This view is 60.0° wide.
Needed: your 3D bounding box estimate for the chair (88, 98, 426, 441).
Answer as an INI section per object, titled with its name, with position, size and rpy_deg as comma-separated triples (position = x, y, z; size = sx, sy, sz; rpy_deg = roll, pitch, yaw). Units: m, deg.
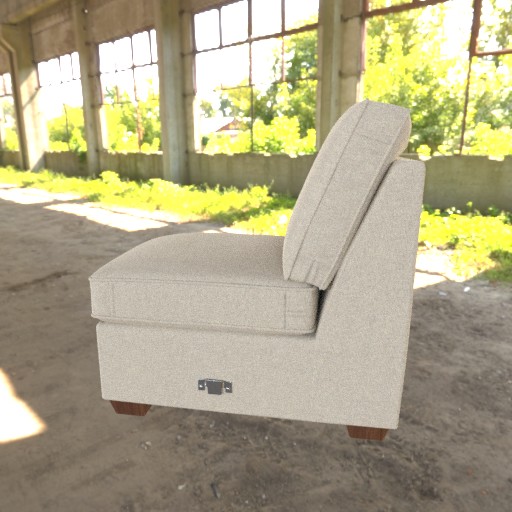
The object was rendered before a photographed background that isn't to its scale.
[chair]
position = 0.000, 0.000, 1.512
size = 0.938, 0.970, 0.621
rpy_deg = 2, 15, 9
